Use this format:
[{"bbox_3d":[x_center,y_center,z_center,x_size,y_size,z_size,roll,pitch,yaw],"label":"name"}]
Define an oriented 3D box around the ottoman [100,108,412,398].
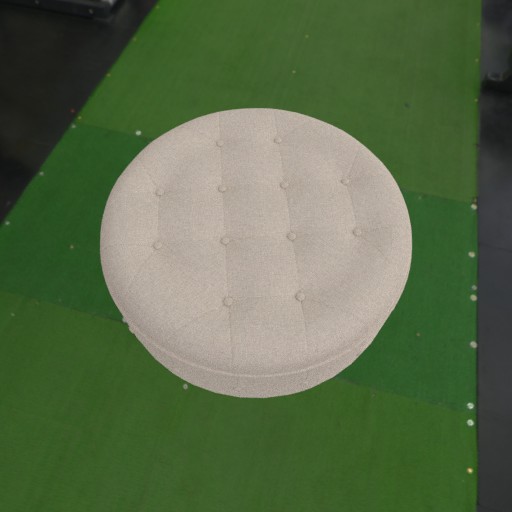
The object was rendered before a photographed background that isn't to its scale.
[{"bbox_3d":[0.000,0.000,1.369,0.848,0.494,0.848,0,59,0],"label":"ottoman"}]
